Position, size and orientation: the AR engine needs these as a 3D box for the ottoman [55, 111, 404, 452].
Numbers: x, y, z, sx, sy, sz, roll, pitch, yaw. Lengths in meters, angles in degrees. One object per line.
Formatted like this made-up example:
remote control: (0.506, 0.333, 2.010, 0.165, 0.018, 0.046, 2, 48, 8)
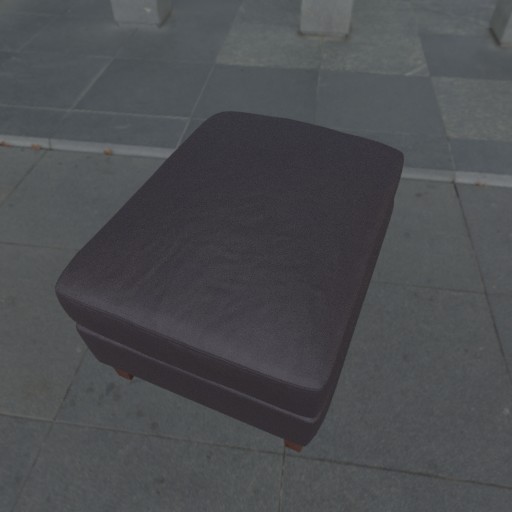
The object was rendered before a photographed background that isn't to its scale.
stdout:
ottoman: (0.000, 0.000, 1.293, 0.659, 0.529, 0.887, 17, 49, 15)
